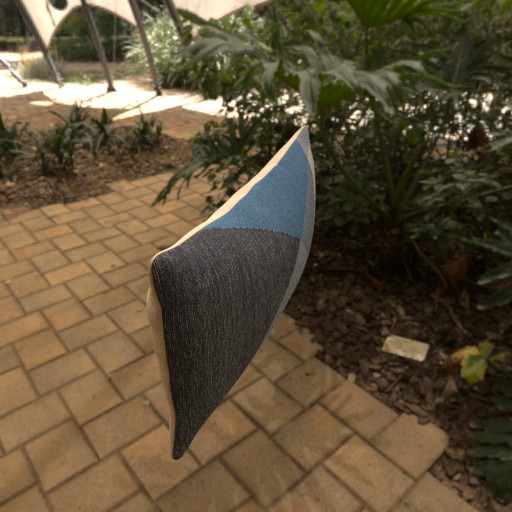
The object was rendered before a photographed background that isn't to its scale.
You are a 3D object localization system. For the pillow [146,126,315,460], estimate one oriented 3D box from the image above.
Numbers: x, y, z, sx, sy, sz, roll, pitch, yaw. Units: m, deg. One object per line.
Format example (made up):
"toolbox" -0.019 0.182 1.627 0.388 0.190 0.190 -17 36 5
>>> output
"pillow" 0.000 0.000 0.749 0.148 0.307 0.604 11 31 18
